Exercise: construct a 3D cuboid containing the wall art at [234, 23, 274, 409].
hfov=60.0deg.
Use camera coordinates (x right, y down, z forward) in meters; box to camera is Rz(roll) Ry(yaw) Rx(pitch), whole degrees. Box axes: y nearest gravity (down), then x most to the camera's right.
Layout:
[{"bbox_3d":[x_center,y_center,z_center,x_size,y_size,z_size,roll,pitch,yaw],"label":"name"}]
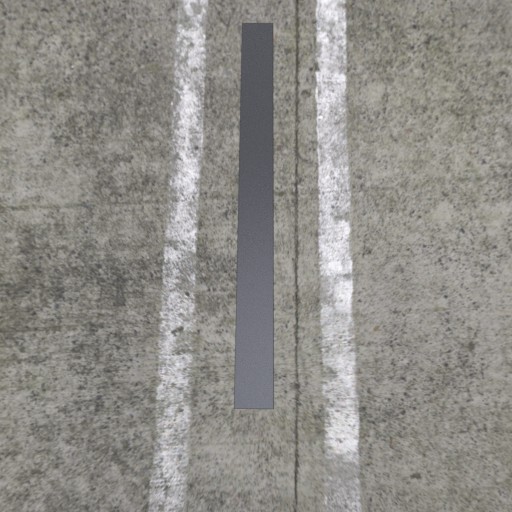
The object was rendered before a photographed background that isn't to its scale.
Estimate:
[{"bbox_3d":[0.000,0.000,0.534,0.028,0.380,0.325,0,75,0],"label":"wall art"}]
